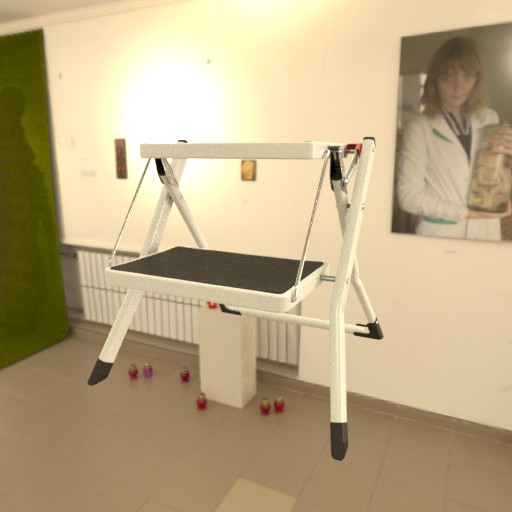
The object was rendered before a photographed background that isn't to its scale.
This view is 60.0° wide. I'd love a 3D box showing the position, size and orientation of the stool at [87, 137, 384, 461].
[{"bbox_3d":[0.000,0.000,0.862,0.485,0.445,0.490,6,15,25],"label":"stool"}]
